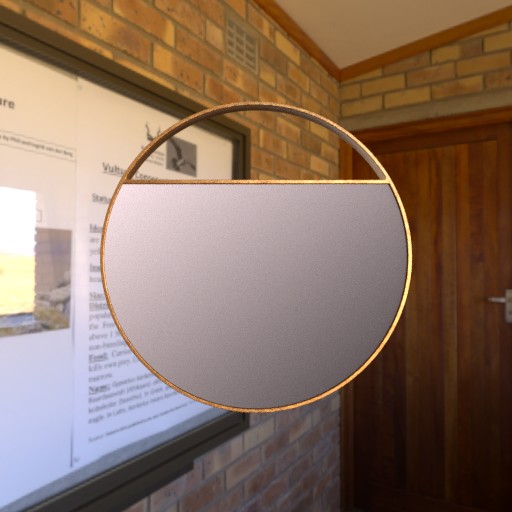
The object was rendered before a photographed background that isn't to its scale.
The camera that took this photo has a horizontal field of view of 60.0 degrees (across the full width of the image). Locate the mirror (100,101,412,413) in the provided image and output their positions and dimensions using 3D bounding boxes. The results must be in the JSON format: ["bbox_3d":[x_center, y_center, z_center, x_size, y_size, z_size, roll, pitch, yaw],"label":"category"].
[{"bbox_3d":[0.000,0.000,0.819,0.565,0.565,0.032,0,-1,0],"label":"mirror"}]
